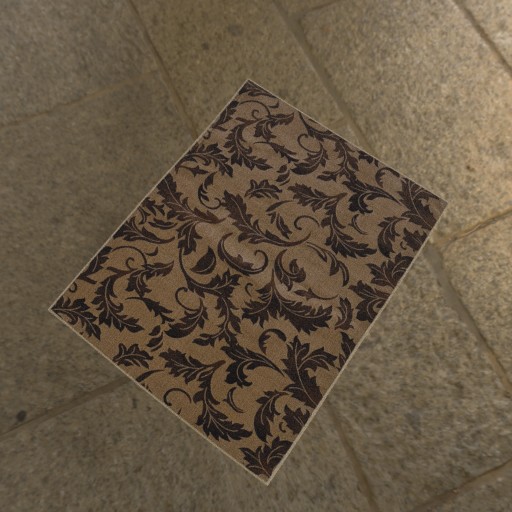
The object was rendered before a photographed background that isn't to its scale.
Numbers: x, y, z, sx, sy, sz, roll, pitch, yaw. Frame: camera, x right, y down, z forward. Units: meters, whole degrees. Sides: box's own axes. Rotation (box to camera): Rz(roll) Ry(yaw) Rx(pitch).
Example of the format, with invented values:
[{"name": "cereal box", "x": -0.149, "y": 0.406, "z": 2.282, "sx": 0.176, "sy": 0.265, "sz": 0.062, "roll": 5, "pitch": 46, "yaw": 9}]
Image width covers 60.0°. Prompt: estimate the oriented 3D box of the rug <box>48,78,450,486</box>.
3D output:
[{"name": "rug", "x": 0.000, "y": 0.000, "z": 4.015, "sx": 2.380, "sy": 0.008, "sz": 2.977, "roll": 35, "pitch": 77, "yaw": 9}]
